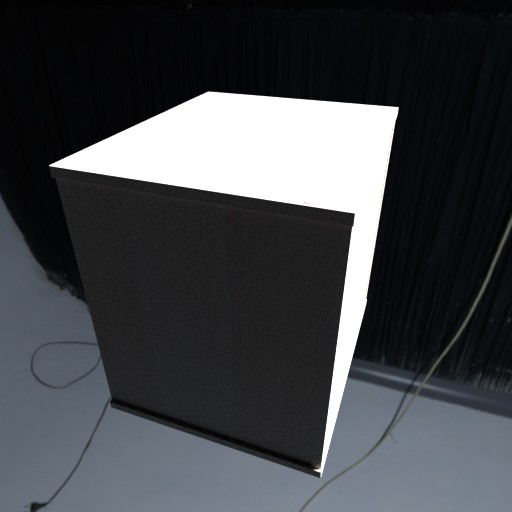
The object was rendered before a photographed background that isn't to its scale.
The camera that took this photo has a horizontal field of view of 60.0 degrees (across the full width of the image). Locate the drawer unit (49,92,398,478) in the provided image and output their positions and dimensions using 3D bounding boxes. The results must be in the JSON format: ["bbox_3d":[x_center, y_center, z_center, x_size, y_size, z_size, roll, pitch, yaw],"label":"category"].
[{"bbox_3d":[0.000,0.000,0.607,0.290,0.344,0.349,11,34,17],"label":"drawer unit"}]
